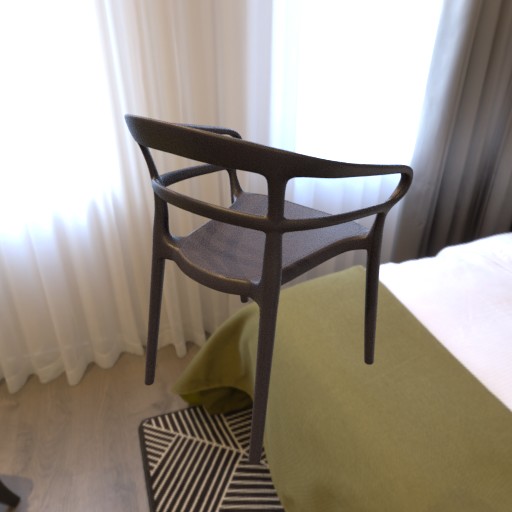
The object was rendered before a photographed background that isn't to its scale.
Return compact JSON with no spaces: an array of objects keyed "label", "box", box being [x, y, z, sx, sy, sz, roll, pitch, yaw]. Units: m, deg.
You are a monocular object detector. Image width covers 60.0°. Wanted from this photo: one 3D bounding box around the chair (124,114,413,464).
[{"label":"chair","box":[0.000,0.000,1.126,0.559,0.761,0.527,22,36,34]}]
